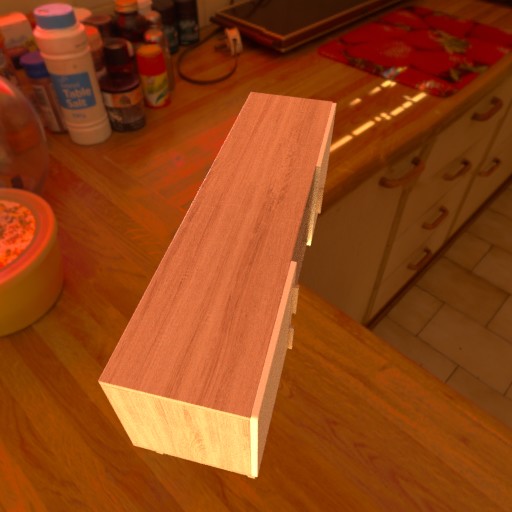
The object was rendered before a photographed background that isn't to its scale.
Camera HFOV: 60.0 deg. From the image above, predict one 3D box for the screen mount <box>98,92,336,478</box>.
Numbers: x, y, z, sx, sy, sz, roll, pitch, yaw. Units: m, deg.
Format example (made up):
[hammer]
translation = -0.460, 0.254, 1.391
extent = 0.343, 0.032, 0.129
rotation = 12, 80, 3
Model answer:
[screen mount]
translation = 0.000, 0.000, 1.747
extent = 0.420, 0.570, 1.500
rotation = 10, 48, 9
